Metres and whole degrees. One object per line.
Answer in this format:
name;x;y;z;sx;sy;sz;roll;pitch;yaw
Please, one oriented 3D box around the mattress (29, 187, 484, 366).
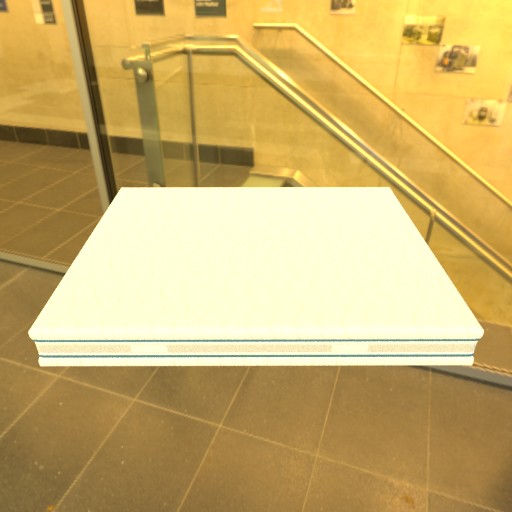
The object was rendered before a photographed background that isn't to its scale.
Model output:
mattress;0.000;0.000;2.669;2.000;0.230;1.600;0;32;0
